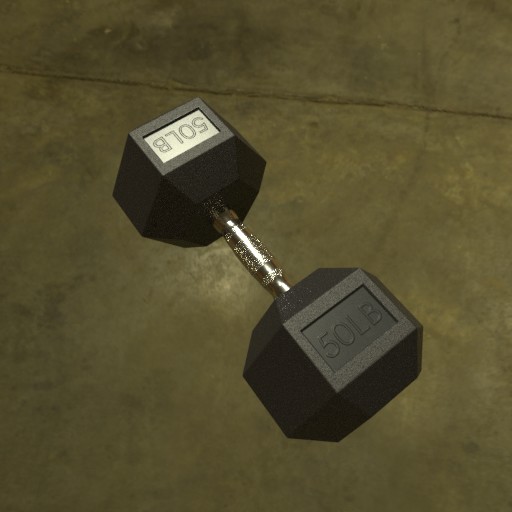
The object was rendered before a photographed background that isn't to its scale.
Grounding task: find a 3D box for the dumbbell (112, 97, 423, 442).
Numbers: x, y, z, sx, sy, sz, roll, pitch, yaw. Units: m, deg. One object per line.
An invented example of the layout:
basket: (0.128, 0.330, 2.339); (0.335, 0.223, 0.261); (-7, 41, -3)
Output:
dumbbell: (0.000, 0.000, 0.476); (0.173, 0.150, 0.384); (-34, 68, -16)
